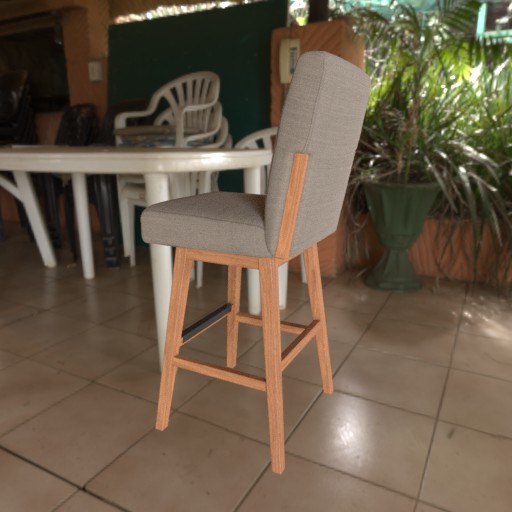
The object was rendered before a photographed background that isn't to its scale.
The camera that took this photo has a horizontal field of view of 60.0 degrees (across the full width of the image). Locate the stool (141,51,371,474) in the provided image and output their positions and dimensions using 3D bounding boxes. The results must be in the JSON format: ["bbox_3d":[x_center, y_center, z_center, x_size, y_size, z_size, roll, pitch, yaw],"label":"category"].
[{"bbox_3d":[0.000,0.000,1.399,0.570,1.112,0.483,8,17,26],"label":"stool"}]
